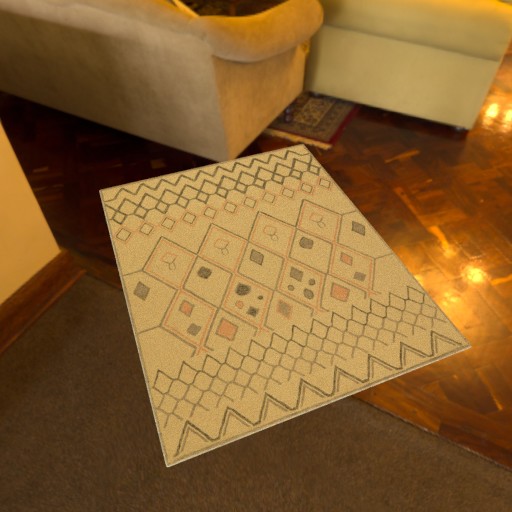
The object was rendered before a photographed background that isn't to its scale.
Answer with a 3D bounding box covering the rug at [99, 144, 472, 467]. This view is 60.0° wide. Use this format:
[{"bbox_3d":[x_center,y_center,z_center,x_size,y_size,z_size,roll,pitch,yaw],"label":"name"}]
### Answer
[{"bbox_3d":[0.000,0.000,4.131,2.441,0.016,3.050,-16,49,-15],"label":"rug"}]
